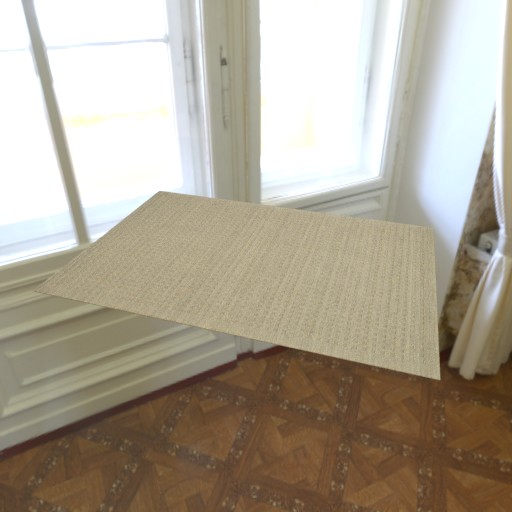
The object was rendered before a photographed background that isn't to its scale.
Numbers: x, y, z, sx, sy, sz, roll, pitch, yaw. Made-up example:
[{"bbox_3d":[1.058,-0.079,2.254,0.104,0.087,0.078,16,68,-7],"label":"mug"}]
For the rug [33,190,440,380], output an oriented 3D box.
[{"bbox_3d":[0.000,0.000,3.770,2.895,0.006,1.981,10,33,15],"label":"rug"}]
